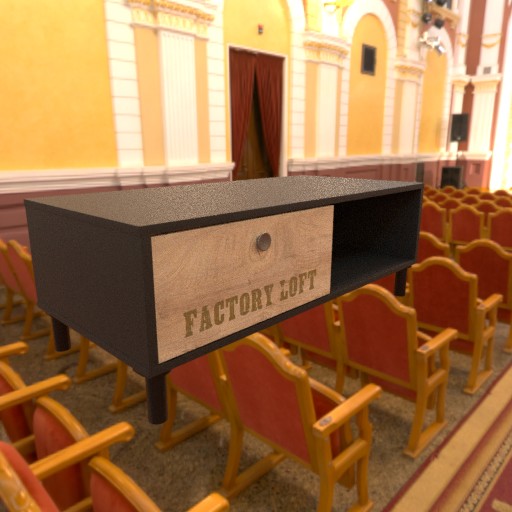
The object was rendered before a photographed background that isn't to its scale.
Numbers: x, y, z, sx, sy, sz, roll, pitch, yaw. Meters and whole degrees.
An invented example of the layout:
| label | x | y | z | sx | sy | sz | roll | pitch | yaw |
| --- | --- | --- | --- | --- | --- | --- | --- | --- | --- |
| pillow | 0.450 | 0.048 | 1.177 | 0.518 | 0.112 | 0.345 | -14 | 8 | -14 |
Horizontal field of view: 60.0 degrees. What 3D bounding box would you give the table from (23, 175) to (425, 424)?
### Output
| label | x | y | z | sx | sy | sz | roll | pitch | yaw |
| --- | --- | --- | --- | --- | --- | --- | --- | --- | --- |
| table | 0.000 | 0.000 | 1.344 | 0.550 | 0.400 | 1.100 | 14 | 20 | 42 |
